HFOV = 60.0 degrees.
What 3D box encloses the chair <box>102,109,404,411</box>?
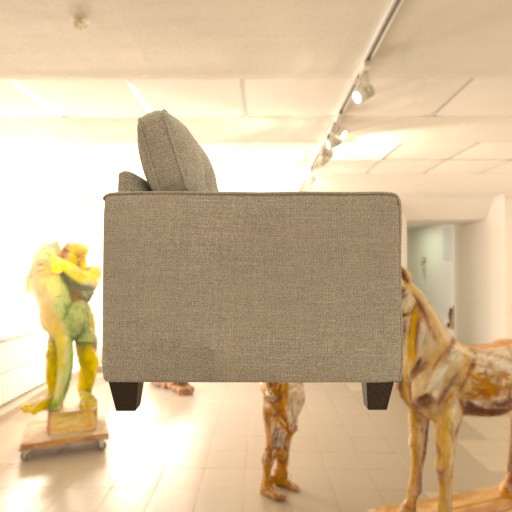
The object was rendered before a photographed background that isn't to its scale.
[{"bbox_3d":[0.000,0.000,1.819,0.939,0.965,1.015,0,-1,0],"label":"chair"}]
